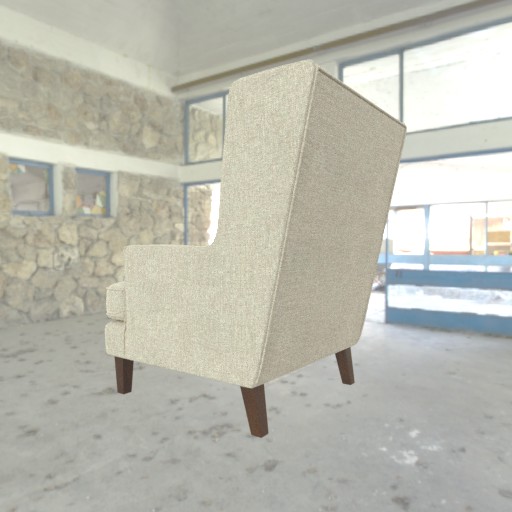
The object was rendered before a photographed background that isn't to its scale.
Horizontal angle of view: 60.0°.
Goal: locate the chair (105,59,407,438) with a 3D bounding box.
[{"bbox_3d":[0.000,0.000,1.756,0.948,1.082,0.764,1,1,37],"label":"chair"}]
